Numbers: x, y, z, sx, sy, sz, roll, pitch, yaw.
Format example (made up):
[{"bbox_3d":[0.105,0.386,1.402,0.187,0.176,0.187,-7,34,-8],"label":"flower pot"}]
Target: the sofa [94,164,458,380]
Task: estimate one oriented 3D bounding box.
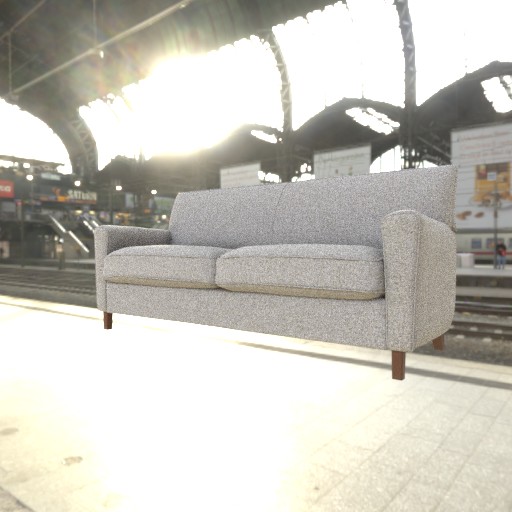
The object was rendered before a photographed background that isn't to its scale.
[{"bbox_3d":[0.000,0.000,2.530,2.026,0.942,0.854,1,1,36],"label":"sofa"}]
